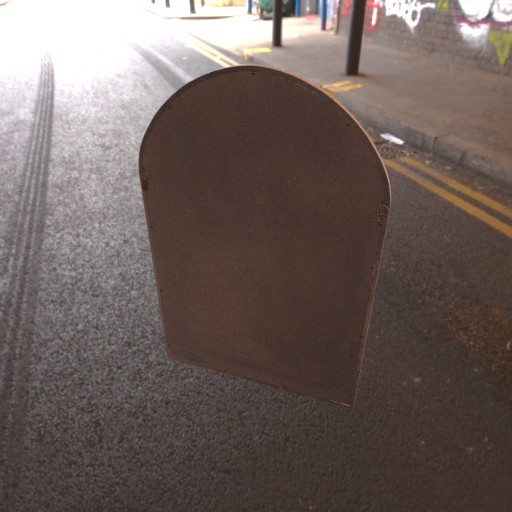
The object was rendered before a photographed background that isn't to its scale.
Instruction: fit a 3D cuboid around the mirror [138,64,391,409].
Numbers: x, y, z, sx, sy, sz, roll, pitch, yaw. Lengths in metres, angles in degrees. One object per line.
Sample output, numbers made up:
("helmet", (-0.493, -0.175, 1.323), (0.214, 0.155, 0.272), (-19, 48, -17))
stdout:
("mirror", (0.000, 0.000, 1.136), (0.609, 0.915, 0.032), (11, 35, 16))
